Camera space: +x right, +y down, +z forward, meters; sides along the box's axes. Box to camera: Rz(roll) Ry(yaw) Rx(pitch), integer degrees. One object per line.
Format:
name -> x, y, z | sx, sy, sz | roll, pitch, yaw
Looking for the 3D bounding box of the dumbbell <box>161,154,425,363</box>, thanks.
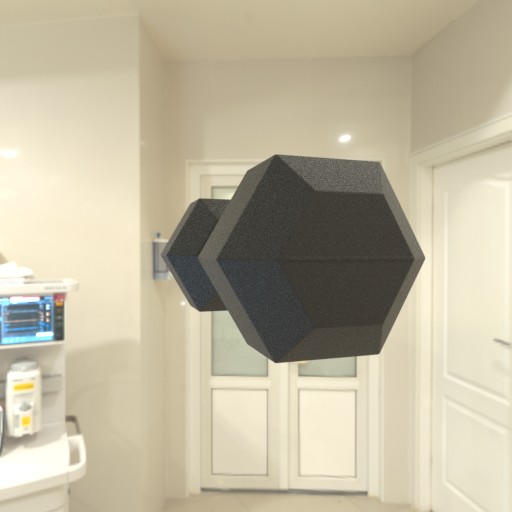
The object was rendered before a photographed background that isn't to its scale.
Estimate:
dumbbell -> 0.000, 0.000, 0.408 | 0.142, 0.123, 0.337 | 0, 1, -18
